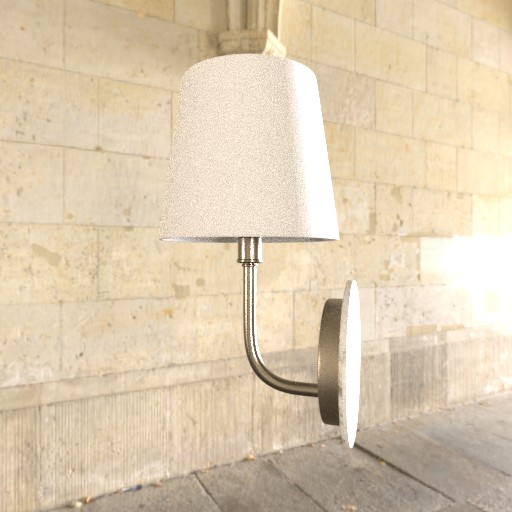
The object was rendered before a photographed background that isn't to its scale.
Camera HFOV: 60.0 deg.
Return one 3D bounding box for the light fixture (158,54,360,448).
[{"bbox_3d":[0.000,0.000,0.429,0.188,0.337,0.168,0,0,17],"label":"light fixture"}]
